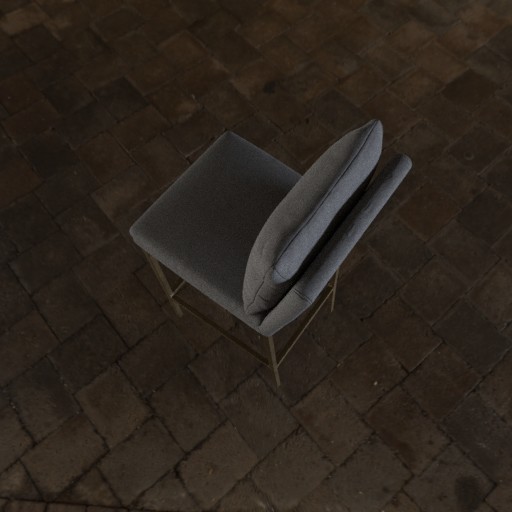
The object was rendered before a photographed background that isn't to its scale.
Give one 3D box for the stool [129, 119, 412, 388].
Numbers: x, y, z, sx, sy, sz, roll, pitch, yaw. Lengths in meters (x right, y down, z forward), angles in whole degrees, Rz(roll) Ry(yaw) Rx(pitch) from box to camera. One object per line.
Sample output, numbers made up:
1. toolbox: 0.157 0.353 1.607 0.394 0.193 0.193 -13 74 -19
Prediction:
1. stool: 0.000 0.000 1.436 0.569 1.130 0.463 34 69 15
